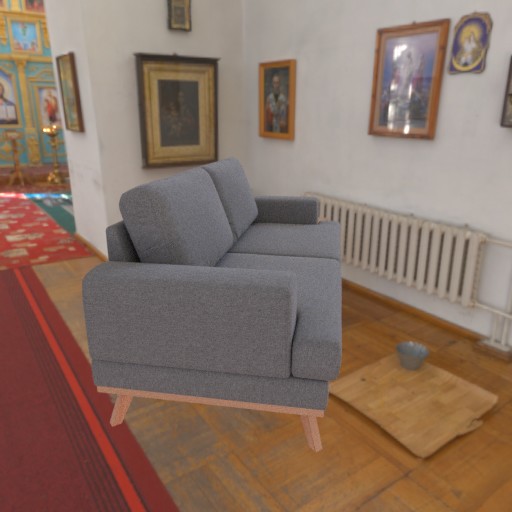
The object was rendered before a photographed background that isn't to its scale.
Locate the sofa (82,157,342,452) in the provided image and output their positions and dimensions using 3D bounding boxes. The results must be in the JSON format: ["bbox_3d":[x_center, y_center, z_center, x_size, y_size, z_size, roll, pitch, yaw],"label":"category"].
[{"bbox_3d":[0.000,0.000,2.056,0.785,0.810,1.650,3,17,10],"label":"sofa"}]
